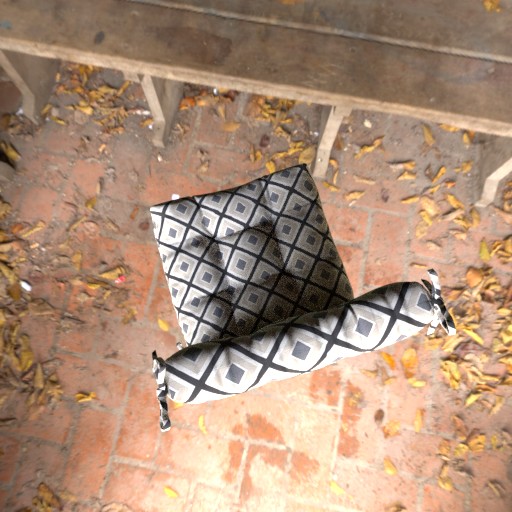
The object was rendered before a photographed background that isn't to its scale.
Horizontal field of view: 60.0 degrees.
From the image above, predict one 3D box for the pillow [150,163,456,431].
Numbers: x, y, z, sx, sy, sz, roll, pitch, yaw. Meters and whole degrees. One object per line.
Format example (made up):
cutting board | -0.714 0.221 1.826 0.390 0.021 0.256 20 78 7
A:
pillow | 0.000 0.000 1.006 0.519 0.605 0.571 -17 76 -4
